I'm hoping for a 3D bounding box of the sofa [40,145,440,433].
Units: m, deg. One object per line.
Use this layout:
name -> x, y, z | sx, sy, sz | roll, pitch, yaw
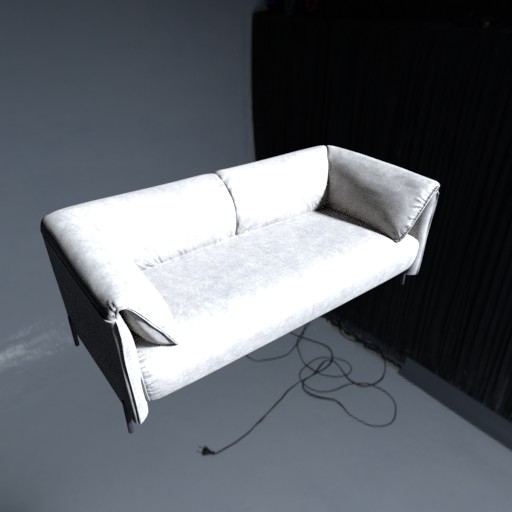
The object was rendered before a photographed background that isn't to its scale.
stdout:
sofa -> 0.000, 0.000, 2.367 | 1.878, 0.747, 0.905 | -21, 36, -32
